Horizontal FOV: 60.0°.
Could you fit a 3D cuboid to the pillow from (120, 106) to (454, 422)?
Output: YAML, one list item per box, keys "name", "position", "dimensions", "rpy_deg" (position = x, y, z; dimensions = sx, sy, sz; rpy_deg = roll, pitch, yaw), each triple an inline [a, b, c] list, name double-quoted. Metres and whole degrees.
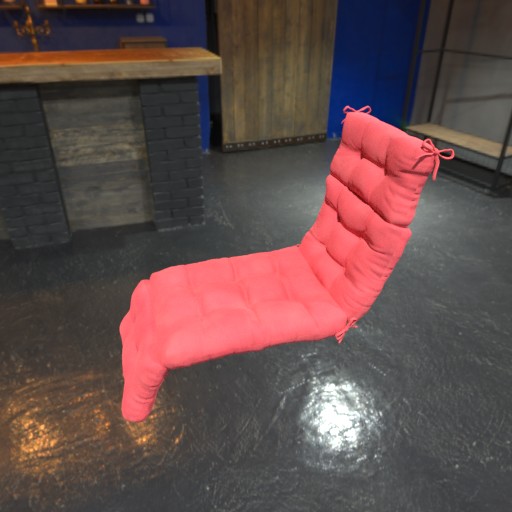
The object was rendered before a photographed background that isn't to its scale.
- name: "pillow"
  position: [0.000, 0.000, 1.519]
  dimensions: [1.016, 0.863, 0.526]
  rpy_deg: [-8, 32, -13]
